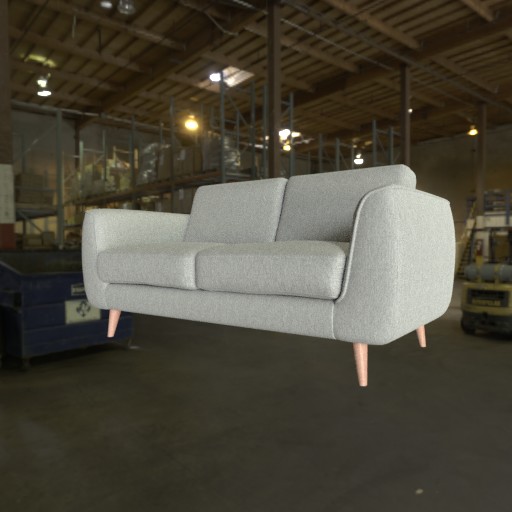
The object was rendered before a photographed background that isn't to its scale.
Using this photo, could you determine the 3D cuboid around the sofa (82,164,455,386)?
[{"bbox_3d":[0.000,0.000,2.182,1.700,0.850,0.920,1,1,36],"label":"sofa"}]
